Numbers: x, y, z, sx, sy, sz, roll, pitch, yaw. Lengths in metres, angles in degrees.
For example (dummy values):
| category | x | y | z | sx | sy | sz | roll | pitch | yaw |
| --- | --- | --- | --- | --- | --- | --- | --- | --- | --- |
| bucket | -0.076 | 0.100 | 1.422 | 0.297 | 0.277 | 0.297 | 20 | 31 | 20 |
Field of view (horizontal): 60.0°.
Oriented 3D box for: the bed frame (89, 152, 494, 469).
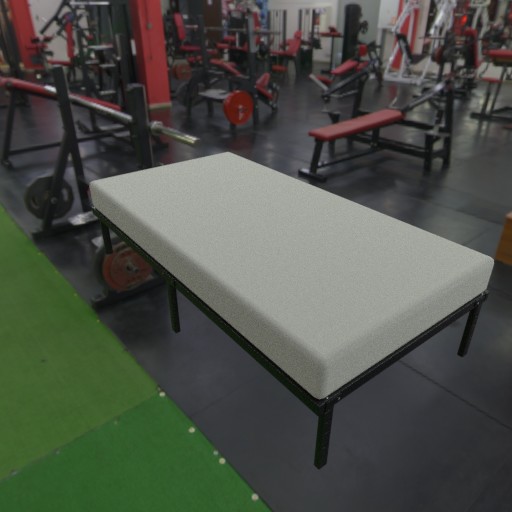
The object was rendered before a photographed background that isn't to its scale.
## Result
| category | x | y | z | sx | sy | sz | roll | pitch | yaw |
| --- | --- | --- | --- | --- | --- | --- | --- | --- | --- |
| bed frame | 0.000 | 0.000 | 3.151 | 1.393 | 0.680 | 2.635 | -21 | 36 | -32 |
